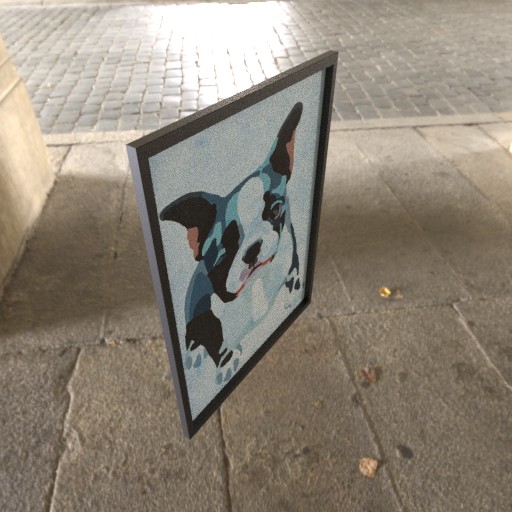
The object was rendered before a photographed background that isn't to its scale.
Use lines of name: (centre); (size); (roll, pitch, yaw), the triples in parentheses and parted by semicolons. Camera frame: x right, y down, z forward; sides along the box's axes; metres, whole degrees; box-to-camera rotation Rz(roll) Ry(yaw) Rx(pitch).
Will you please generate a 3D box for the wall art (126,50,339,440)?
wall art: (0.000, 0.000, 1.371); (0.030, 1.027, 0.774); (25, 45, 27)
